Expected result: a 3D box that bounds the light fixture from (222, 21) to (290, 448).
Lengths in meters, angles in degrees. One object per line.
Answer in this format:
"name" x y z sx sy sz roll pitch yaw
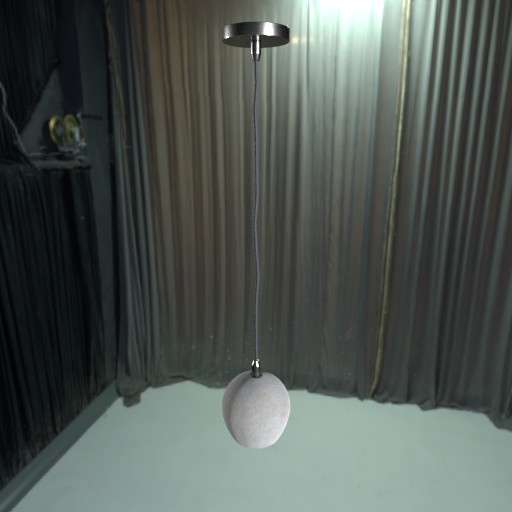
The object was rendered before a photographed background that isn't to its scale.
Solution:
"light fixture" 0.000 0.000 0.823 0.139 0.764 0.139 2 16 8
